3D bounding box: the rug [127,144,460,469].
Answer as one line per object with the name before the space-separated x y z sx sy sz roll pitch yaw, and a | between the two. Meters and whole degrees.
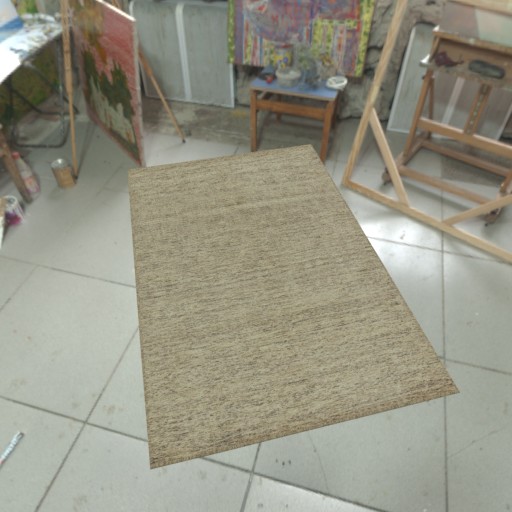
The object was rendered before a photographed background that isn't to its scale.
rug | 0.000 0.000 2.258 1.211 0.018 1.822 -10 47 -9
